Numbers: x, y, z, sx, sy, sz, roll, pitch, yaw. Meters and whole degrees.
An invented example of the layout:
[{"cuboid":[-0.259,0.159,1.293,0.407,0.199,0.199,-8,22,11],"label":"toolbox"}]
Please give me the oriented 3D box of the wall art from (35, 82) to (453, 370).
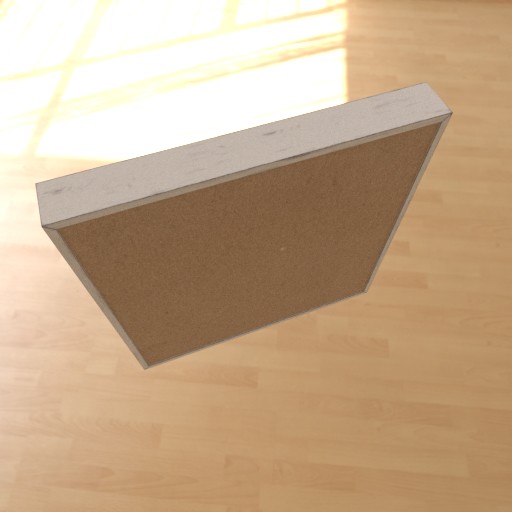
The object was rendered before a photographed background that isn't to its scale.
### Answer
[{"cuboid":[0.000,0.000,0.448,0.305,0.305,0.038,-18,60,-10],"label":"wall art"}]
